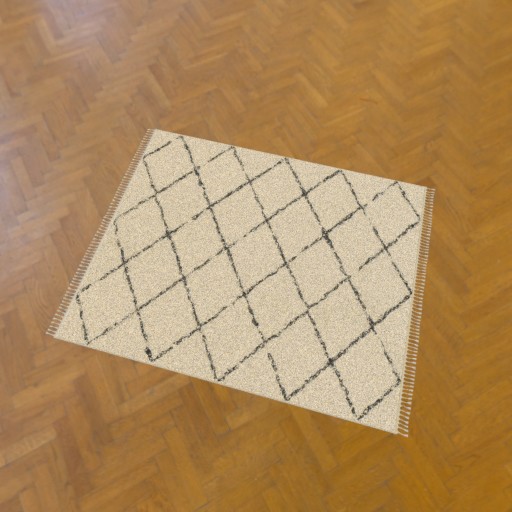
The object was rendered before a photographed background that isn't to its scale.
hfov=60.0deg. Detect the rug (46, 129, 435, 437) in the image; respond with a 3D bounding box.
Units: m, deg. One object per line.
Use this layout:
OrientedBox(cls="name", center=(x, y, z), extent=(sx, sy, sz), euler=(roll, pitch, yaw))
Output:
OrientedBox(cls="rug", center=(0.000, 0.000, 4.074), extent=(3.051, 0.013, 2.380), euler=(14, 64, 7))
